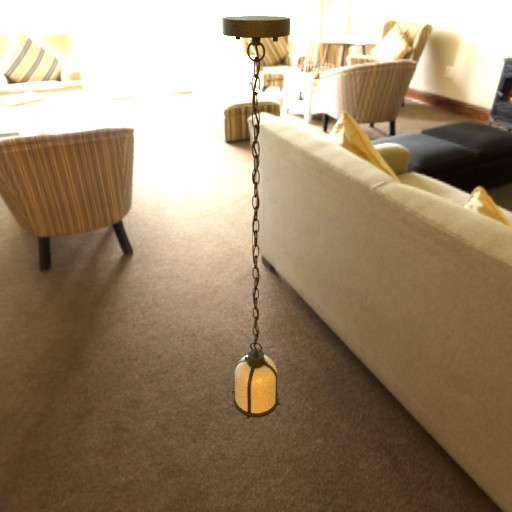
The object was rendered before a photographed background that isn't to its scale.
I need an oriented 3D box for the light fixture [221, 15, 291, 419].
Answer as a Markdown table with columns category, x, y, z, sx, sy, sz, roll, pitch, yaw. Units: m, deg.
| category | x | y | z | sx | sy | sz | roll | pitch | yaw |
| --- | --- | --- | --- | --- | --- | --- | --- | --- | --- |
| light fixture | 0.000 | 0.000 | 1.245 | 0.178 | 1.181 | 0.178 | 10 | 33 | 15 |
